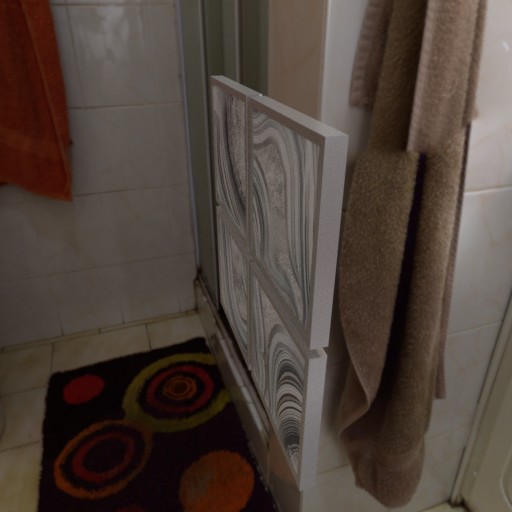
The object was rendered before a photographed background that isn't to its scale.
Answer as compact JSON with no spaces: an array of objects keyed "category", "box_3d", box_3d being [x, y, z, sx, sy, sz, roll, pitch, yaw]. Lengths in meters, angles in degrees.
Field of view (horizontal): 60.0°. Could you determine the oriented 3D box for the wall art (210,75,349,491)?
[{"category":"wall art","box_3d":[0.000,0.000,0.888,0.029,0.611,0.611,-8,29,-15]}]
